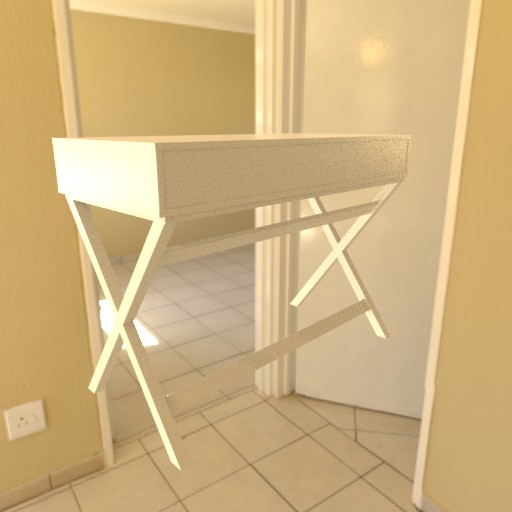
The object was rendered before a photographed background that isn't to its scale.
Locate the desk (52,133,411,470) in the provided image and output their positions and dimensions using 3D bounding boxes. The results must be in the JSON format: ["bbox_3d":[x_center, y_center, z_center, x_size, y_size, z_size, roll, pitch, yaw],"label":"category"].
[{"bbox_3d":[0.000,0.000,1.496,1.059,0.780,0.509,-16,23,-43],"label":"desk"}]
